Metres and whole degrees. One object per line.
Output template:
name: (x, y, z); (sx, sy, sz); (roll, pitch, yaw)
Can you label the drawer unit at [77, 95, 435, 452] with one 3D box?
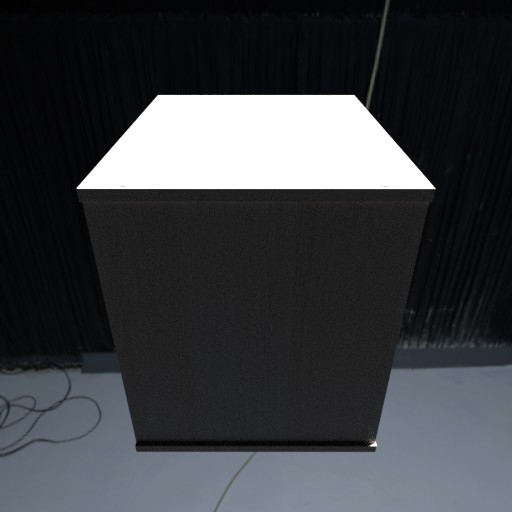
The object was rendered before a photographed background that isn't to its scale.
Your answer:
drawer unit: (0.000, 0.000, 0.596); (0.290, 0.344, 0.349); (0, 32, 0)
